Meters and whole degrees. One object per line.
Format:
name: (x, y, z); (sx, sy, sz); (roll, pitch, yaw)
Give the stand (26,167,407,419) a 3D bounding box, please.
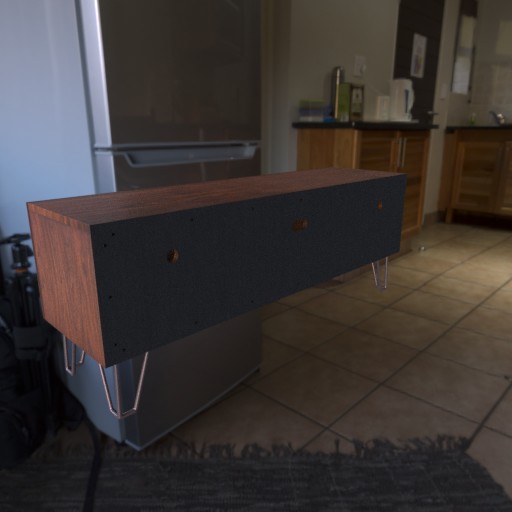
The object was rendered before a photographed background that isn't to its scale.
stand: (0.000, 0.000, 1.898); (1.626, 0.610, 0.481); (-16, 23, -42)
